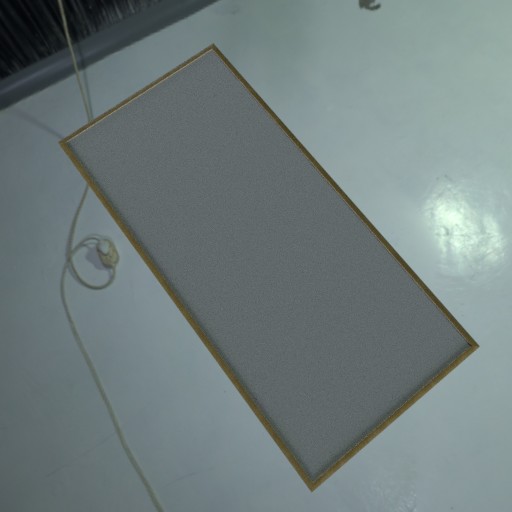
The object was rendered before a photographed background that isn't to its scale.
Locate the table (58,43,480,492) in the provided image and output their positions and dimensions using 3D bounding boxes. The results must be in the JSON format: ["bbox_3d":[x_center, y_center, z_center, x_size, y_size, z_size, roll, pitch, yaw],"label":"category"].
[{"bbox_3d":[0.000,0.000,1.451,0.580,0.398,1.206,-37,78,-9],"label":"table"}]
